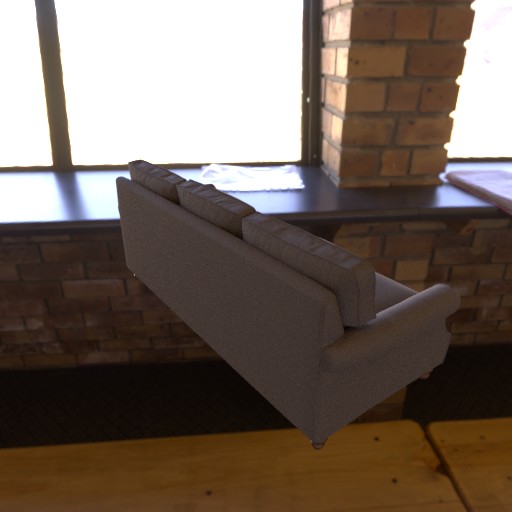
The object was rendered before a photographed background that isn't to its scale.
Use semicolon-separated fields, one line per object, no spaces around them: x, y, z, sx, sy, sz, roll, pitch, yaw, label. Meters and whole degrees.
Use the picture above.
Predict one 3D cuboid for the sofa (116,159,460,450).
0.000;0.000;2.802;0.966;0.948;2.353;-17;30;-33;sofa
